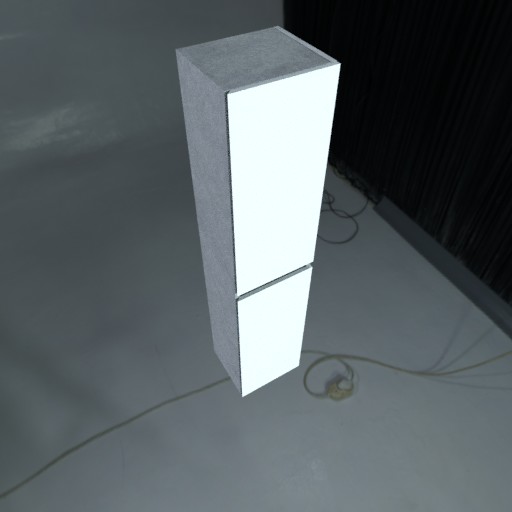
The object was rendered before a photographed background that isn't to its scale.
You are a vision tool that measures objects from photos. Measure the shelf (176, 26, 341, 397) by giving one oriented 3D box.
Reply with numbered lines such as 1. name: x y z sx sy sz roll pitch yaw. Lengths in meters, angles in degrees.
1. shelf: 0.000 0.000 1.573 0.300 1.400 0.270 -23 51 -21
